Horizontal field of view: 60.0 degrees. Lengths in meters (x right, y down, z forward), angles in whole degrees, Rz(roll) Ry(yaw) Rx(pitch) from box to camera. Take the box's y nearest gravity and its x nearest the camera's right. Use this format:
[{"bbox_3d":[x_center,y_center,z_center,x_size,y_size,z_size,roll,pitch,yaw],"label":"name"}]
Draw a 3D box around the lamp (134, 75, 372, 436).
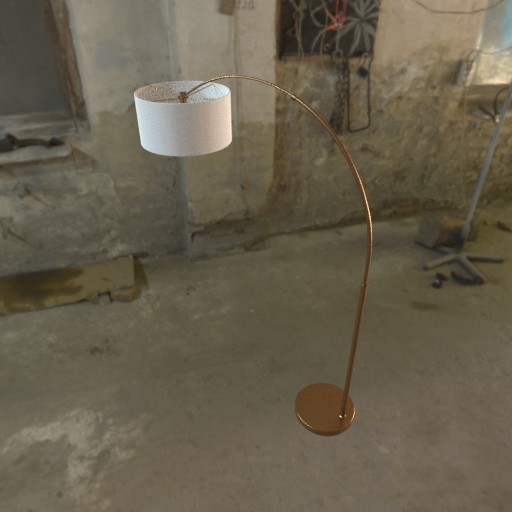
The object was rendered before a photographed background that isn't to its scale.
[{"bbox_3d":[0.000,0.000,2.532,1.434,1.927,0.493,22,39,29],"label":"lamp"}]
